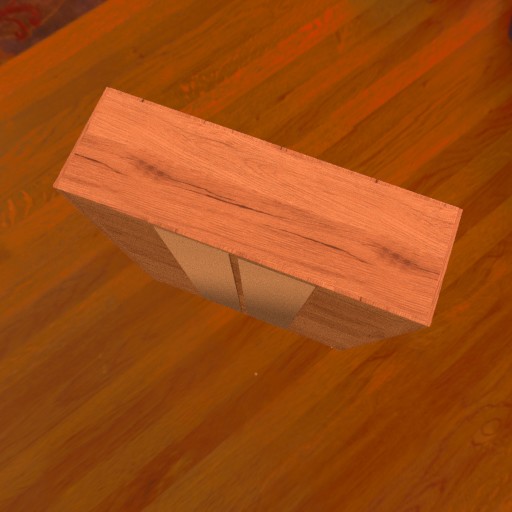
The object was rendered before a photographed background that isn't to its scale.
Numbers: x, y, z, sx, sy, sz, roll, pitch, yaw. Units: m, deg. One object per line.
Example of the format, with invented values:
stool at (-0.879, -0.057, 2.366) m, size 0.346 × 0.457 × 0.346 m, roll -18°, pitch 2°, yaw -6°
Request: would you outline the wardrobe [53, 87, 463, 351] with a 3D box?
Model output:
wardrobe at (0.000, 0.000, 3.046) m, size 1.810 × 2.070 × 0.580 m, roll 20°, pitch 76°, yaw 5°
